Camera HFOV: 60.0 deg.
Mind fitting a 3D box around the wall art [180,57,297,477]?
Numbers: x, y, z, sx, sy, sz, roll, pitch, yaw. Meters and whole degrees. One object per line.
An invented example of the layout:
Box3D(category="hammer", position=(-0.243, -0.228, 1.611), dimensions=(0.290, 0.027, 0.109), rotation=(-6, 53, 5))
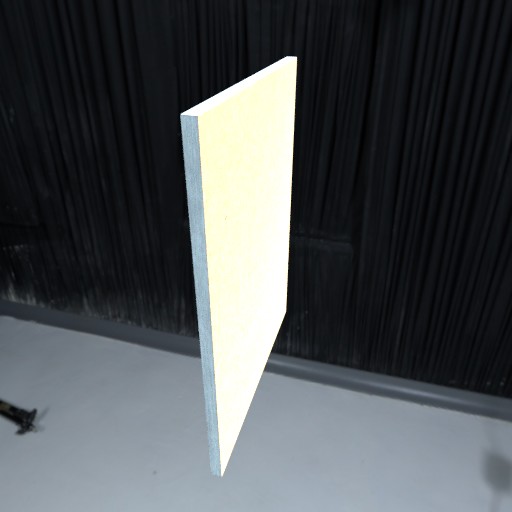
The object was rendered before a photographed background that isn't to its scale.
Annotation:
Box3D(category="wall art", position=(0.000, 0.000, 0.810), dimensions=(0.020, 0.613, 0.481), rotation=(9, 32, 14))
